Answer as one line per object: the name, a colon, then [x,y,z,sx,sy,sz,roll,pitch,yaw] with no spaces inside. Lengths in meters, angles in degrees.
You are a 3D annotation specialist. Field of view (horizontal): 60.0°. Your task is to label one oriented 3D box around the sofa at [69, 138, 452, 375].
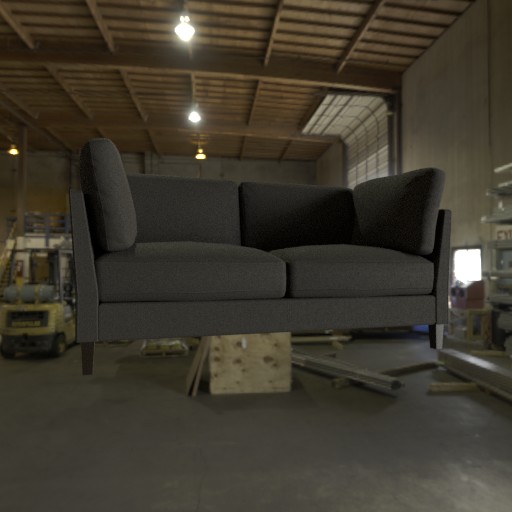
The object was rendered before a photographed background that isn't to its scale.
sofa: [0.000,0.000,2.316,1.751,0.920,0.969,1,-2,-19]
